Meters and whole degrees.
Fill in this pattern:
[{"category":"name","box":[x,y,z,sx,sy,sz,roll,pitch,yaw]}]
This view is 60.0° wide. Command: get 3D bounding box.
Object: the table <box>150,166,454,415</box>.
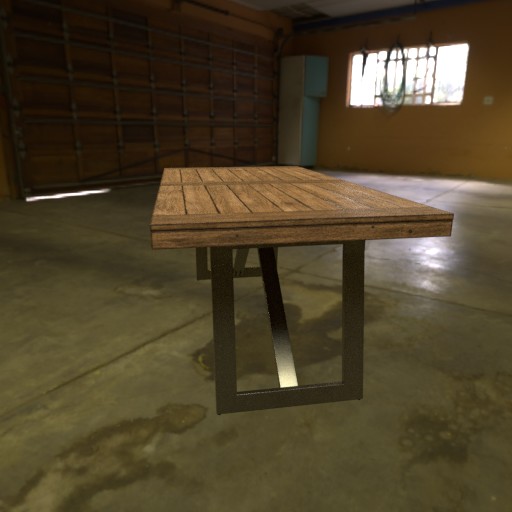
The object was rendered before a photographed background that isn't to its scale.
[{"category":"table","box":[0.000,0.000,2.299,0.931,0.757,1.867,-3,16,-10]}]
